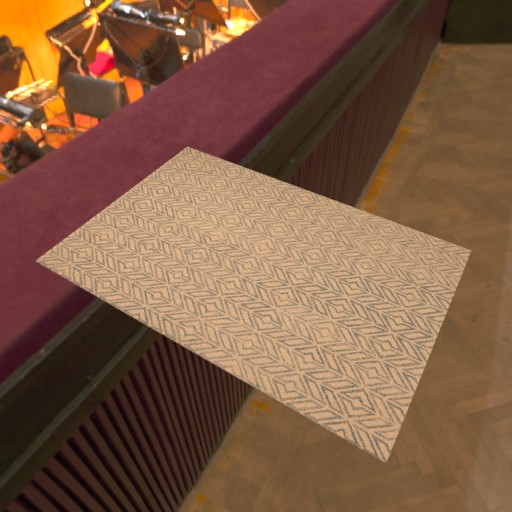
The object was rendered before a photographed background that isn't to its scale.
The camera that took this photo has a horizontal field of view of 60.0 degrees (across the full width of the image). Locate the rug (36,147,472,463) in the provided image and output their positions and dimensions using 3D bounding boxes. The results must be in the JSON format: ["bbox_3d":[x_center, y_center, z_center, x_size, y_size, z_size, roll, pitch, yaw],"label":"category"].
[{"bbox_3d":[0.000,0.000,2.231,1.824,0.008,1.220,24,51,22],"label":"rug"}]
